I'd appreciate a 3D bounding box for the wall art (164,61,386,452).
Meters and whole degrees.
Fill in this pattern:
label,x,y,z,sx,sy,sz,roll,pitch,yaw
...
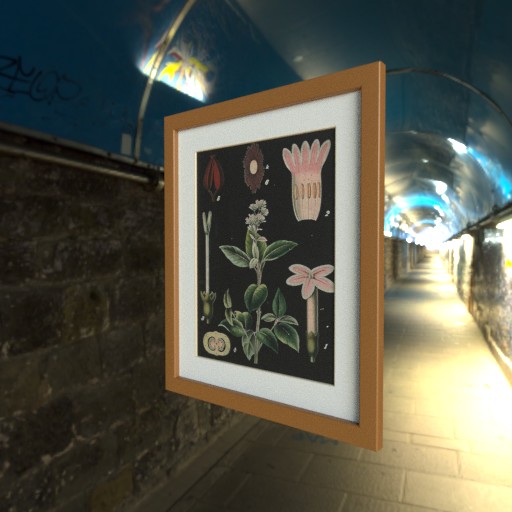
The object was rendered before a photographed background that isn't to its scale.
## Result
label,x,y,z,sx,sy,sz,roll,pitch,yaw
wall art,0.000,0.000,0.765,0.449,0.550,0.021,1,2,37
